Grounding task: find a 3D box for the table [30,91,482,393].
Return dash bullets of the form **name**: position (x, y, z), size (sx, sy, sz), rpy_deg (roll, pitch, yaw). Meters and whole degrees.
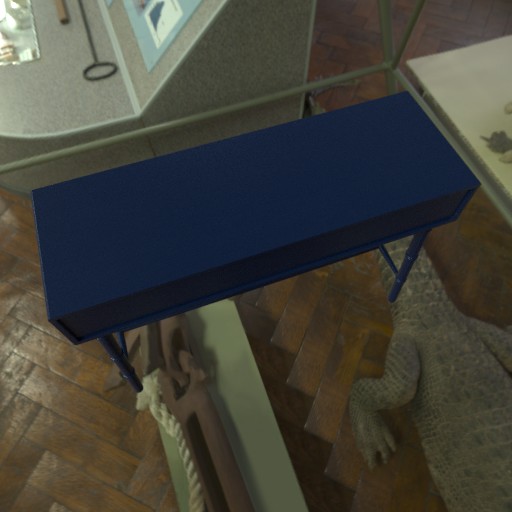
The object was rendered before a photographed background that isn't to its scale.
- **table**: position (0.000, 0.000, 1.480), size (1.118, 0.749, 0.399), rpy_deg (-18, 61, -10)
